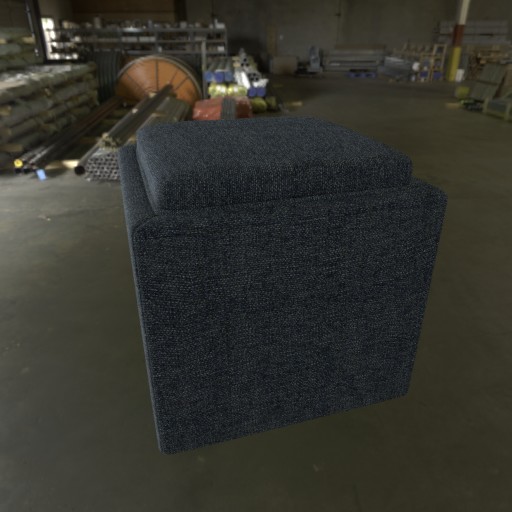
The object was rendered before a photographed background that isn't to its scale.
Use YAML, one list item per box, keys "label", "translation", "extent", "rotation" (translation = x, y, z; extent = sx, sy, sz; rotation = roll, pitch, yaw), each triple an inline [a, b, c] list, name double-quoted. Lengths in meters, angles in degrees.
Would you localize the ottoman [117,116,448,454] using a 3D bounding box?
- label: "ottoman"
  translation: [0.000, 0.000, 0.837]
  extent: [0.450, 0.460, 0.450]
  rotation: [-8, 28, -15]
